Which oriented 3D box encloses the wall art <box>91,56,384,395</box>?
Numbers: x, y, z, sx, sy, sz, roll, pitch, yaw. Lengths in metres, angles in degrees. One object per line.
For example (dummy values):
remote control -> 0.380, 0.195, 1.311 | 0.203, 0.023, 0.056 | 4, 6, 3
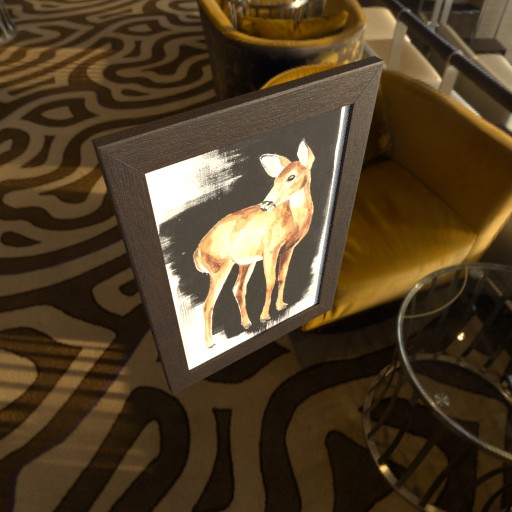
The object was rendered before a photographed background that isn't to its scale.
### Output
wall art -> 0.000, 0.000, 0.670 | 0.359, 0.513, 0.017 | -24, 52, -21
